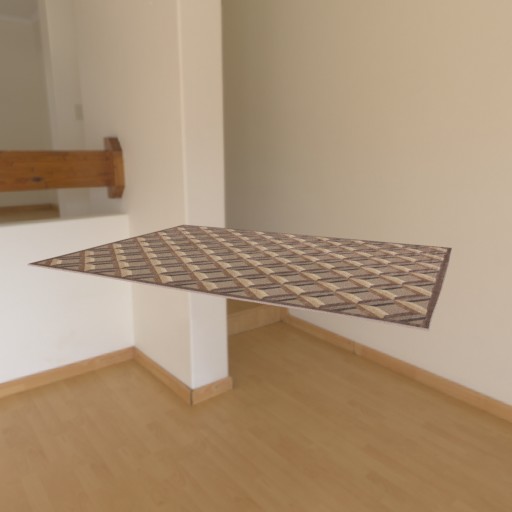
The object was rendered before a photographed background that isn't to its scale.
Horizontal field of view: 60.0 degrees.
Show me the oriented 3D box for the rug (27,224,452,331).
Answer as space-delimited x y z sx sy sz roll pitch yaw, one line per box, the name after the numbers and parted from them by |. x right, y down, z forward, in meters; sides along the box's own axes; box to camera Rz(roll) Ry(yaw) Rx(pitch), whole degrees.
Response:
0.000 0.000 2.860 2.260 0.013 1.600 7 15 25 | rug
